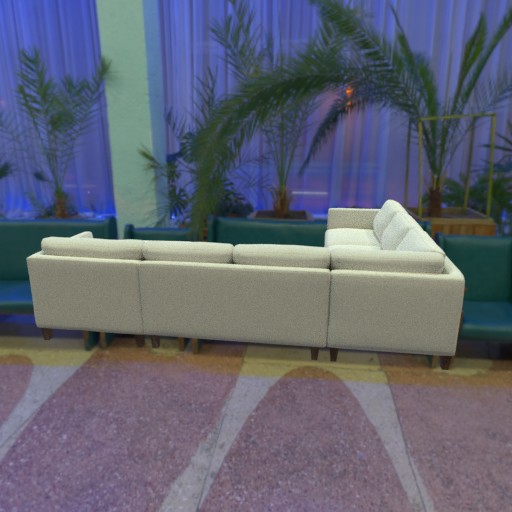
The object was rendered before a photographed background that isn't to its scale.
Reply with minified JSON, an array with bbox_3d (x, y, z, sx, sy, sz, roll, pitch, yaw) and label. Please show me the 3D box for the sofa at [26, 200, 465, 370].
[{"bbox_3d":[0.000,0.000,4.423,3.238,0.853,2.551,2,17,8],"label":"sofa"}]
